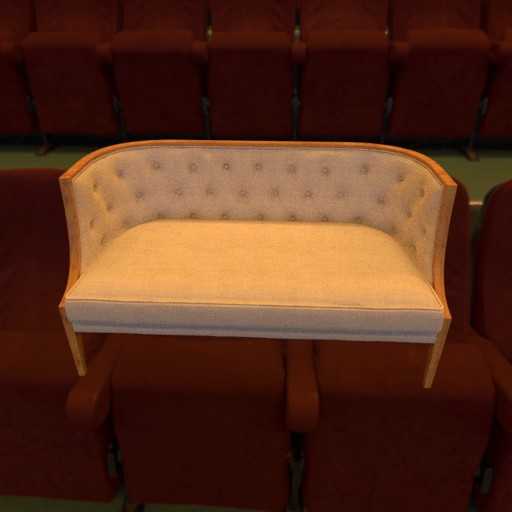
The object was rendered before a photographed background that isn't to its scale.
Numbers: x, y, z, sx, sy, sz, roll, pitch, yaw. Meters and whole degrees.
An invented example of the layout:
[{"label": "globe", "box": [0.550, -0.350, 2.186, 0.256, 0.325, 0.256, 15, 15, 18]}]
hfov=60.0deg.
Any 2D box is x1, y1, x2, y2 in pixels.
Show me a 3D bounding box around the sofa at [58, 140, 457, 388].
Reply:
[{"label": "sofa", "box": [0.000, 0.000, 1.906, 1.474, 0.775, 0.770, 1, 31, 2]}]
